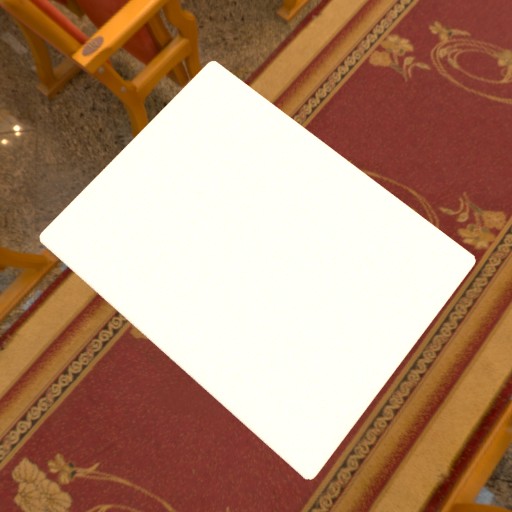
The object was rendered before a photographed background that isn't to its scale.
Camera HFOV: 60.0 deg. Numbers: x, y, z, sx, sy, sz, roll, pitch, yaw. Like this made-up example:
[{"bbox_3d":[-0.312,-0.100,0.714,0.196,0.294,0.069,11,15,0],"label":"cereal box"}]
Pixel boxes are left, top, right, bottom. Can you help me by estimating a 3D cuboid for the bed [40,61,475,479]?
[{"bbox_3d":[0.000,0.000,2.716,2.016,0.431,1.536,39,80,8],"label":"bed"}]
